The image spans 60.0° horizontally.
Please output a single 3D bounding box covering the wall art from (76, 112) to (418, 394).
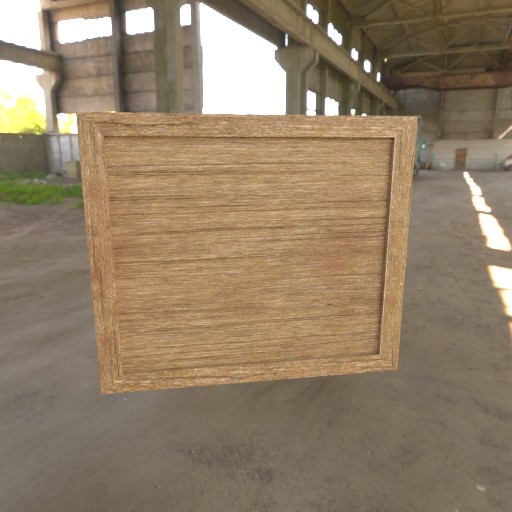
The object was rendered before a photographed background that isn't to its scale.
[{"bbox_3d":[0.000,0.000,0.965,0.690,0.588,0.026,-2,14,-9],"label":"wall art"}]
